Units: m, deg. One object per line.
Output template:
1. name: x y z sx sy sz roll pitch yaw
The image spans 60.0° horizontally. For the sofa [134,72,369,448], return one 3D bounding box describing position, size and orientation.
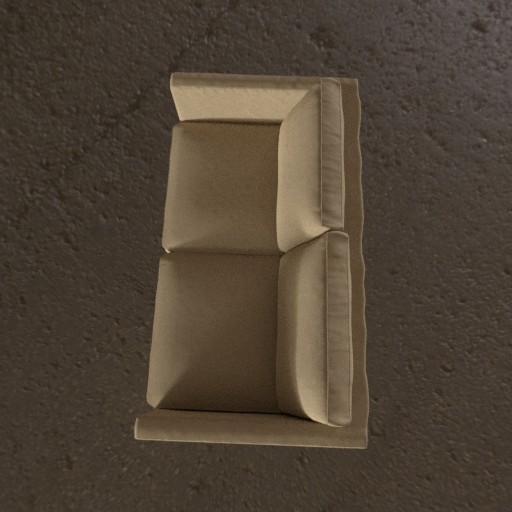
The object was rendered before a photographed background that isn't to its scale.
1. sofa: 0.000 0.000 2.228 0.962 0.835 1.719 2 75 1
